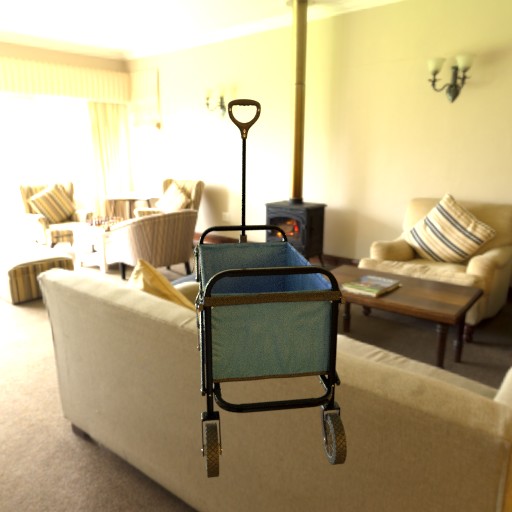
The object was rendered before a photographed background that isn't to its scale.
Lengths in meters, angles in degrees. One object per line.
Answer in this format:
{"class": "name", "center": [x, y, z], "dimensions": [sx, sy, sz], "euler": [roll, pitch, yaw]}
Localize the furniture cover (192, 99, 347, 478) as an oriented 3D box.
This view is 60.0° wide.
{"class": "furniture cover", "center": [0.000, 0.000, 1.817], "dimensions": [0.532, 1.295, 1.038], "euler": [-2, 14, -8]}
